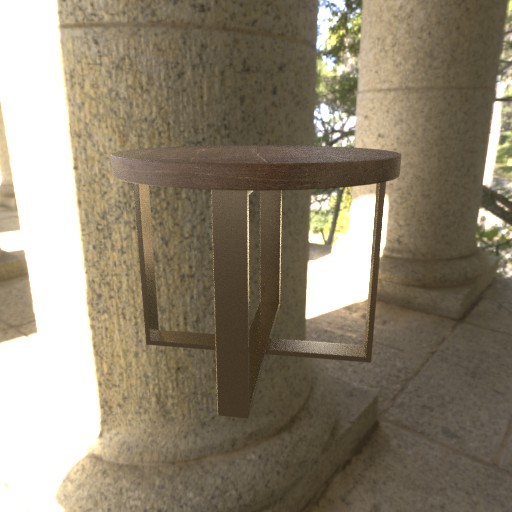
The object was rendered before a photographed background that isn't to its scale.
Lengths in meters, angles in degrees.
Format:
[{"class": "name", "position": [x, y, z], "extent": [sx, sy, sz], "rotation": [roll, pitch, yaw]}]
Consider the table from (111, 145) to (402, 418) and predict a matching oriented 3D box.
[{"class": "table", "position": [0.000, 0.000, 0.952], "extent": [0.557, 0.437, 0.557], "rotation": [0, 17, 0]}]
